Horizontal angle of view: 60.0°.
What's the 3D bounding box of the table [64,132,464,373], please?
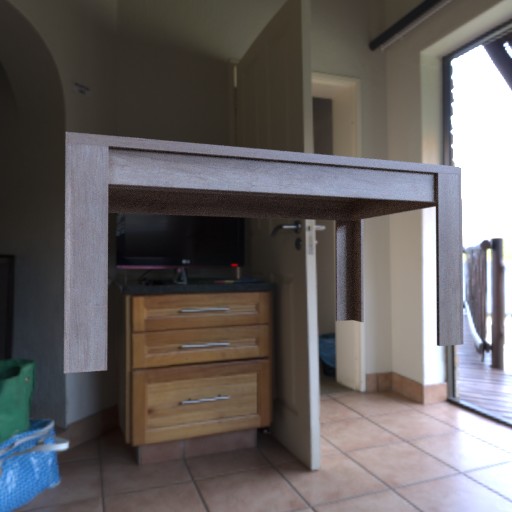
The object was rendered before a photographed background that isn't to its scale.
[{"bbox_3d":[0.000,0.000,2.103,1.600,0.775,0.900,0,-1,-19],"label":"table"}]
